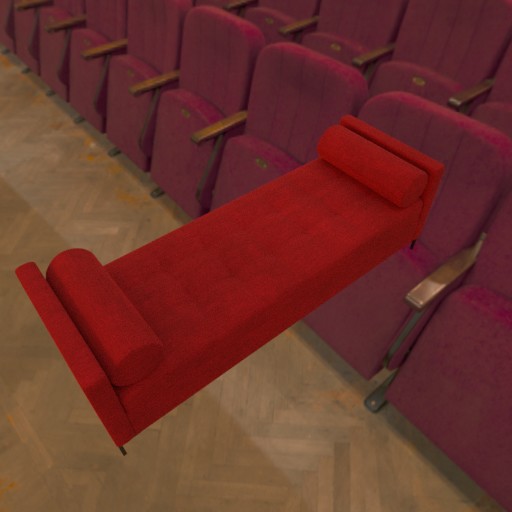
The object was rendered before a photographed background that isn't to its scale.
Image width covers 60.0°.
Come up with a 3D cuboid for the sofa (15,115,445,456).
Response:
[{"bbox_3d":[0.000,0.000,2.253,1.981,0.635,0.686,-30,54,-26],"label":"sofa"}]
